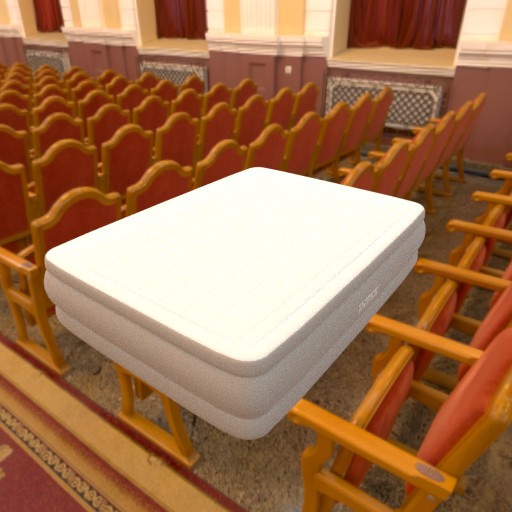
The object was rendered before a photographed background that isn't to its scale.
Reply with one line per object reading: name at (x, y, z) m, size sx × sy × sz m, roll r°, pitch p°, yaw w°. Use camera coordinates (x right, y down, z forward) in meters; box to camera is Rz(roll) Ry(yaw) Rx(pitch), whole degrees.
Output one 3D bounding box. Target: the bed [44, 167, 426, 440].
bed at (0.000, 0.000, 2.729) m, size 1.520 × 0.460 × 2.036 m, roll 20°, pitch 35°, yaw 32°
